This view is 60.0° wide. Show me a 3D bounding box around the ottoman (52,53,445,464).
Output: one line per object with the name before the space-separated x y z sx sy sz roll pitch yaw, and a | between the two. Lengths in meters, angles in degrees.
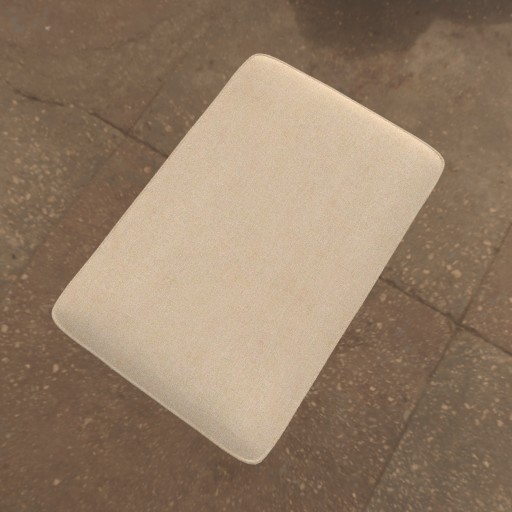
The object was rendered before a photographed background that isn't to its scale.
ottoman | 0.000 0.000 1.223 0.583 0.484 0.862 33 78 8
